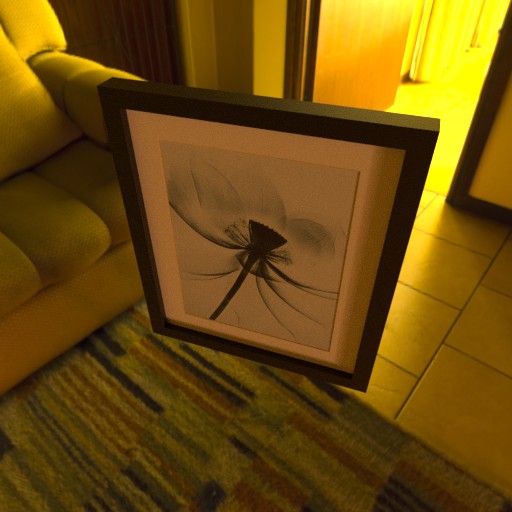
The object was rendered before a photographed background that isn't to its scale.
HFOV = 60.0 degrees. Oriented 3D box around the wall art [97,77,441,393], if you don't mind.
[{"bbox_3d":[0.000,0.000,0.539,0.330,0.381,0.029,13,42,14],"label":"wall art"}]
